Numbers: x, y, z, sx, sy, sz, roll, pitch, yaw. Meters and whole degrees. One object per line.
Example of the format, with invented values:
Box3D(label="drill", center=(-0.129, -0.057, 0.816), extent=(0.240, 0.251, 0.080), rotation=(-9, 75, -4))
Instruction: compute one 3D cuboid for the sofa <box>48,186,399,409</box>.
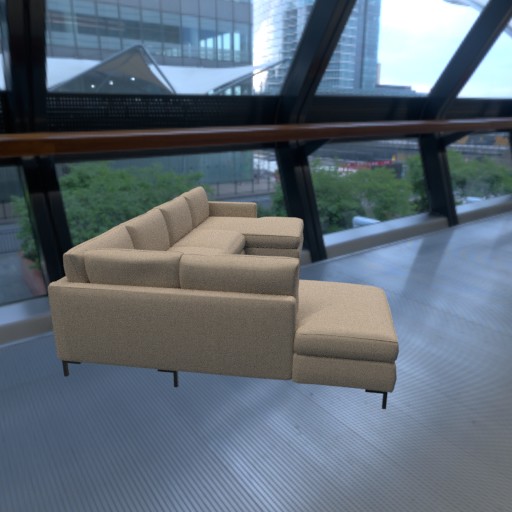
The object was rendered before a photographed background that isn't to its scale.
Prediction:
Box3D(label="sofa", center=(0.000, 0.000, 3.569), extent=(1.879, 0.756, 2.737), rotation=(3, 17, 9))
